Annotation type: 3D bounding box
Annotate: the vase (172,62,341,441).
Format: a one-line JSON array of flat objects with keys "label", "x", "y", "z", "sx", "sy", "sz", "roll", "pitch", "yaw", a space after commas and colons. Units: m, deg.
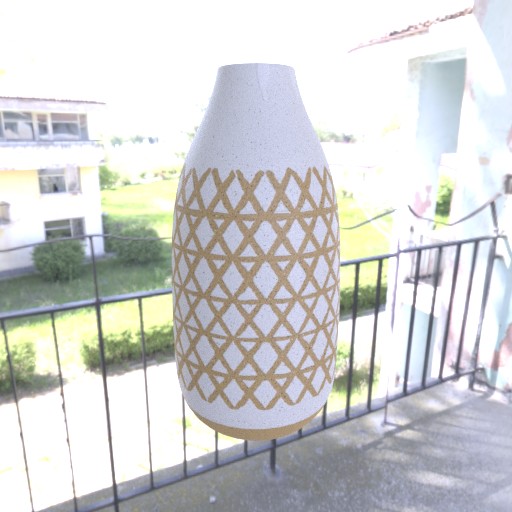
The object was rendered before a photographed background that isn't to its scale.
[{"label": "vase", "x": 0.000, "y": 0.000, "z": 0.483, "sx": 0.186, "sy": 0.380, "sz": 0.186, "roll": 0, "pitch": 16, "yaw": 0}]
